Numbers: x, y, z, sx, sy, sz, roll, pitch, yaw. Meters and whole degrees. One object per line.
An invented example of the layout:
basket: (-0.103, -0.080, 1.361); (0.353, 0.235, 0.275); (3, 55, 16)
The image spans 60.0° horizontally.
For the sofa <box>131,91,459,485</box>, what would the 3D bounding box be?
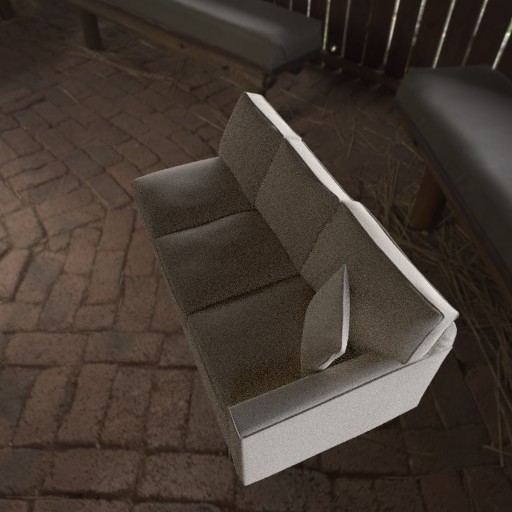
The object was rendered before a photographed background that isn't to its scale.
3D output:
sofa: (0.000, 0.000, 2.500); (1.034, 0.946, 1.963); (-18, 50, -16)
